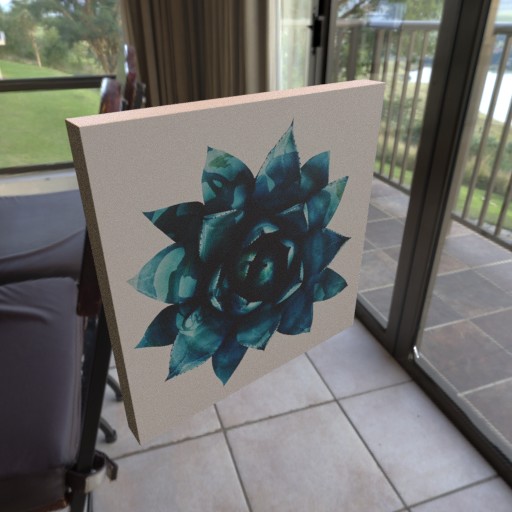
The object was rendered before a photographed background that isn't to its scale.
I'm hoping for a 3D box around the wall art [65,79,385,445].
[{"bbox_3d":[0.000,0.000,0.594,0.406,0.406,0.038,-21,35,-32],"label":"wall art"}]
